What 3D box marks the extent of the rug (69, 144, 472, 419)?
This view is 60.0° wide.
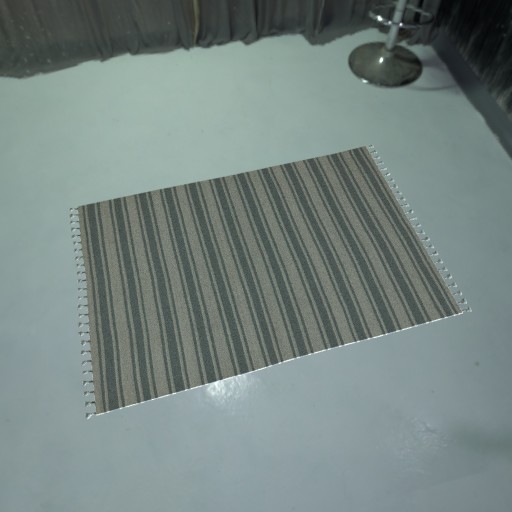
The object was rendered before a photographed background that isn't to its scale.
[{"bbox_3d":[0.000,0.000,3.019,2.410,0.011,1.539,-13,59,-8],"label":"rug"}]
